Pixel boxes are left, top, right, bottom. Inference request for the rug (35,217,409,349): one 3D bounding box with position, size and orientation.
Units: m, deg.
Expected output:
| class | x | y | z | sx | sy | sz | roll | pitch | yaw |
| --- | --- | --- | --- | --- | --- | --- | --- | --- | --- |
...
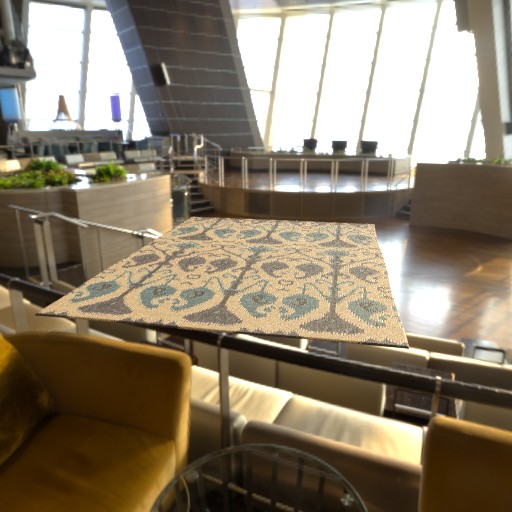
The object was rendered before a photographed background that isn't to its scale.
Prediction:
| class | x | y | z | sx | sy | sz | roll | pitch | yaw |
| --- | --- | --- | --- | --- | --- | --- | --- | --- | --- |
| rug | 0.000 | 0.000 | 2.969 | 1.676 | 0.013 | 2.261 | 3 | 17 | 11 |
